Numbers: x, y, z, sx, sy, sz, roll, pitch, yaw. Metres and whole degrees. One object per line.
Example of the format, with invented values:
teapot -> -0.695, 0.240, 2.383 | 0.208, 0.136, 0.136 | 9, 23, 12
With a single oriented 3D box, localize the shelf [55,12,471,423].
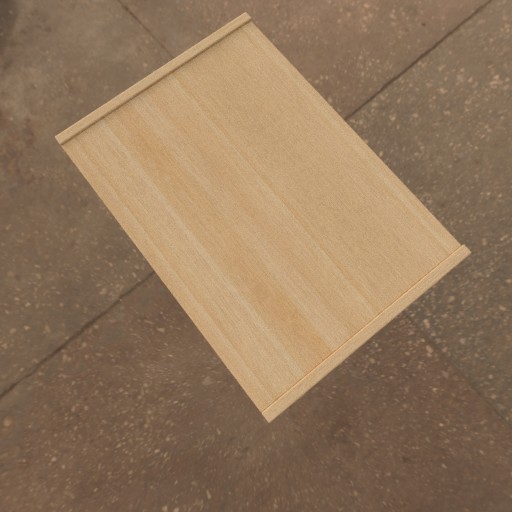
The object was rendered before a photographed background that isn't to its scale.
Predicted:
shelf -> 0.000, 0.000, 0.798 | 0.290, 0.592, 0.414 | -37, 79, -9
